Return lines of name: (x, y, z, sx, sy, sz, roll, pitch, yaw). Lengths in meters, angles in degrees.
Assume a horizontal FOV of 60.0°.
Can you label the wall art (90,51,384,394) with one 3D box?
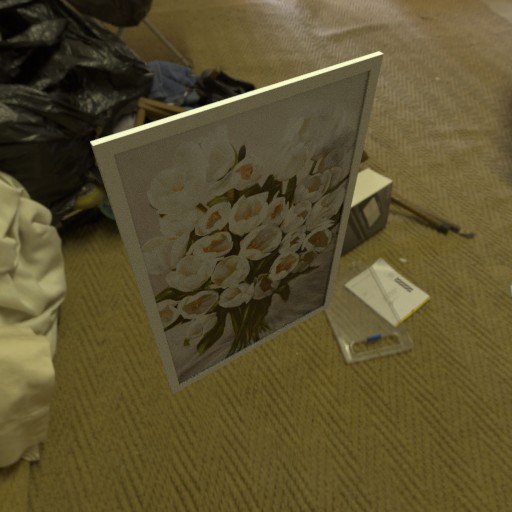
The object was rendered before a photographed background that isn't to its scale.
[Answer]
wall art: (0.000, 0.000, 1.229, 0.660, 0.965, 0.015, -25, 53, -21)
